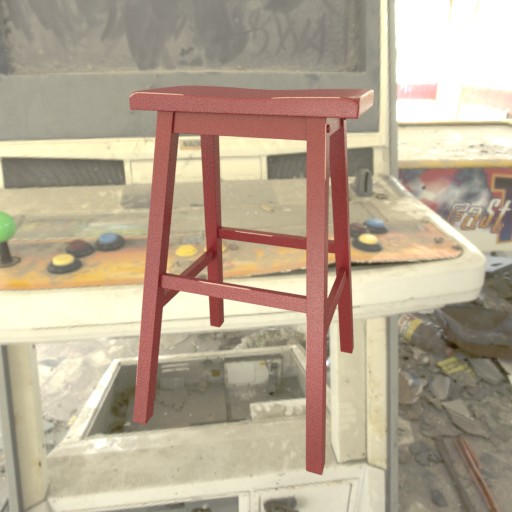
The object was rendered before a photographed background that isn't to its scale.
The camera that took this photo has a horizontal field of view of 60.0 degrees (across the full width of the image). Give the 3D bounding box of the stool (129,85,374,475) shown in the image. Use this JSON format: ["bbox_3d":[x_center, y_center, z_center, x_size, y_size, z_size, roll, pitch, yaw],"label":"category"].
[{"bbox_3d":[0.000,0.000,1.048,0.457,0.737,0.476,8,25,18],"label":"stool"}]
